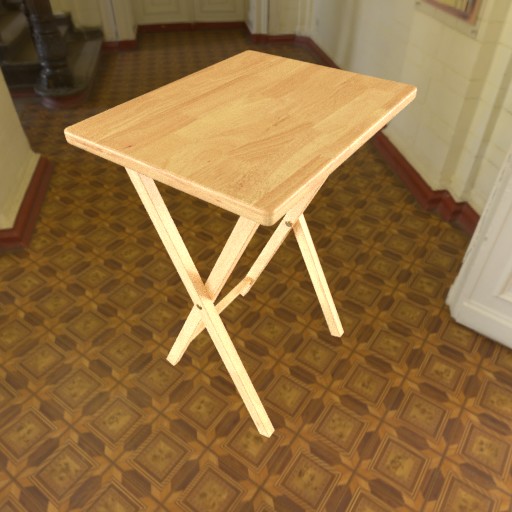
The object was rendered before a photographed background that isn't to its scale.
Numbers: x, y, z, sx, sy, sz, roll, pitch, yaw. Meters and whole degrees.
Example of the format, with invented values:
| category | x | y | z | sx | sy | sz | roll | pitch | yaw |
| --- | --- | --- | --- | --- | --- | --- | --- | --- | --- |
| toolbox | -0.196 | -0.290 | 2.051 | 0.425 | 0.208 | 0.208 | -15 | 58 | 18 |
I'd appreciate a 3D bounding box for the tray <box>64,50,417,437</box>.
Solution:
| category | x | y | z | sx | sy | sz | roll | pitch | yaw |
| --- | --- | --- | --- | --- | --- | --- | --- | --- | --- |
| tray | 0.000 | 0.000 | 0.951 | 0.381 | 0.660 | 0.483 | 25 | 47 | 26 |
